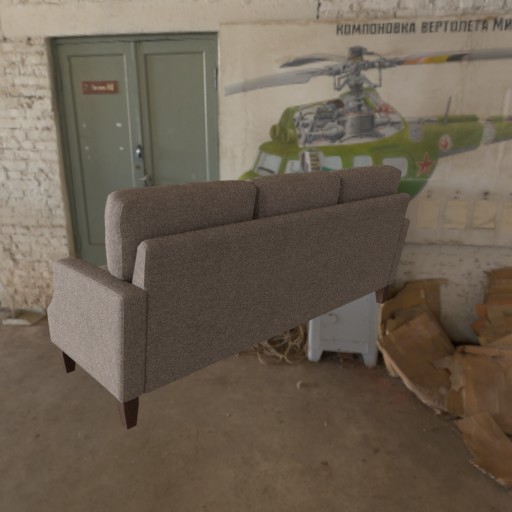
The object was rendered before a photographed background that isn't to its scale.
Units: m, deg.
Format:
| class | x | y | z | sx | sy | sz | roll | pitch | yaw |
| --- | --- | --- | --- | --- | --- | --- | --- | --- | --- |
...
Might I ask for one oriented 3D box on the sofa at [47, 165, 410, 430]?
| class | x | y | z | sx | sy | sz | roll | pitch | yaw |
| --- | --- | --- | --- | --- | --- | --- | --- | --- | --- |
| sofa | 0.000 | 0.000 | 2.582 | 2.115 | 0.984 | 0.888 | -15 | 21 | -42 |
